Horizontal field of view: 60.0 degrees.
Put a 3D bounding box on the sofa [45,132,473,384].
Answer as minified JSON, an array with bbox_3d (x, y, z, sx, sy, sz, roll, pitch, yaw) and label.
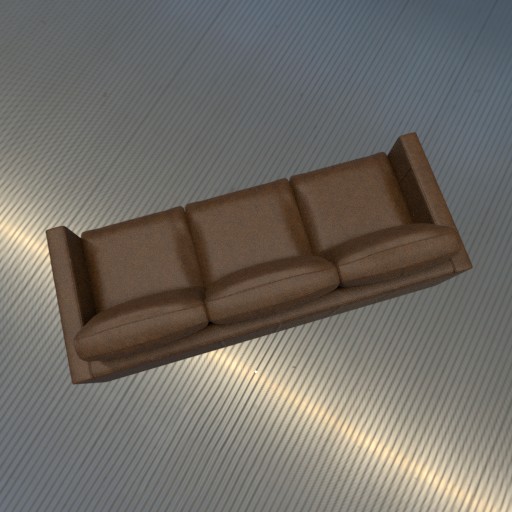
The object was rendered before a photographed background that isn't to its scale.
[{"bbox_3d":[0.000,0.000,2.675,2.231,0.930,0.903,-16,76,-4],"label":"sofa"}]
